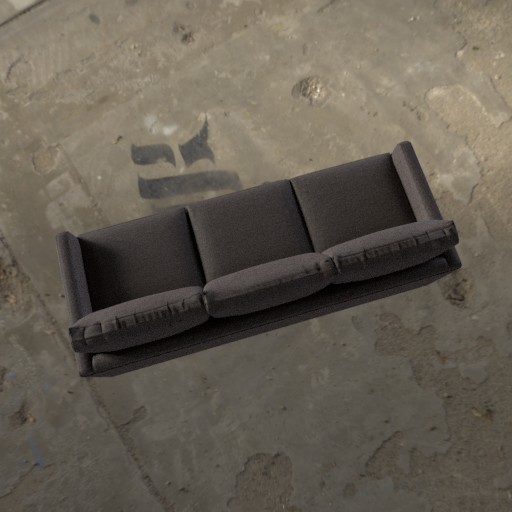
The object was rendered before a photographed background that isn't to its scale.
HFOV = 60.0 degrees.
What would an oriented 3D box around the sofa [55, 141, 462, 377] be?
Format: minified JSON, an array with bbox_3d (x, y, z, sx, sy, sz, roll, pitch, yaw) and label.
[{"bbox_3d":[0.000,0.000,2.736,2.253,0.882,0.876,-15,75,-4],"label":"sofa"}]
